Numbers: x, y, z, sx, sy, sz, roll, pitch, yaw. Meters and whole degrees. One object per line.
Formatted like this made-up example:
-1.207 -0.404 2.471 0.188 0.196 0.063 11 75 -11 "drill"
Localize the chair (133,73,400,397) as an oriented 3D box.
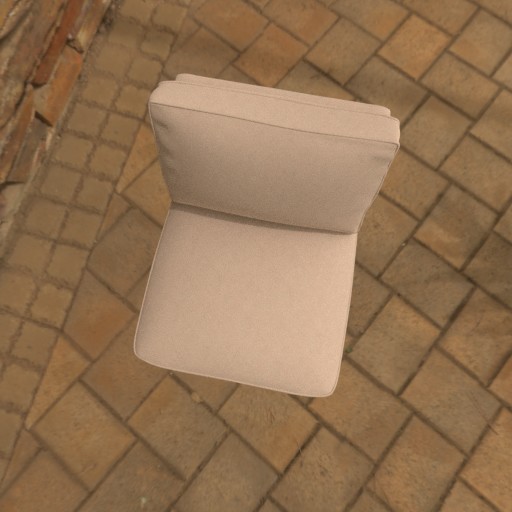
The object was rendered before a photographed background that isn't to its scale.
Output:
0.000 0.000 1.638 0.724 1.052 0.912 11 75 3 "chair"
